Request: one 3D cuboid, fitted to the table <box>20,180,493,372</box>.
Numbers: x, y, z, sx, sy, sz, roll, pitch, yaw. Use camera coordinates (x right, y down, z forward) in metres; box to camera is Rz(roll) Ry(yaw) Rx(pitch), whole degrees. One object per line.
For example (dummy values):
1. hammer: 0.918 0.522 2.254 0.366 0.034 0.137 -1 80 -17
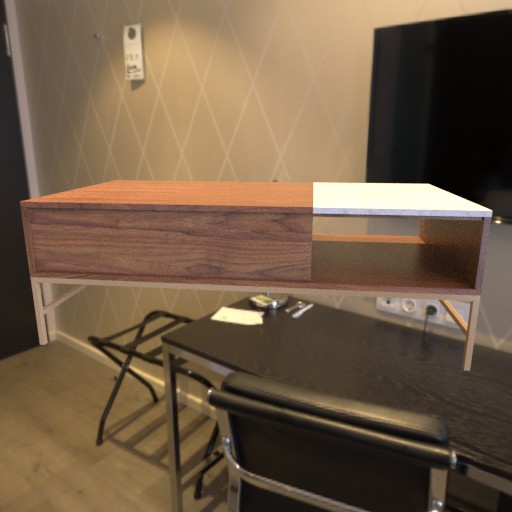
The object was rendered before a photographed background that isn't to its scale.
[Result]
1. table: 0.000 0.000 1.895 1.553 0.551 0.789 2 15 7
